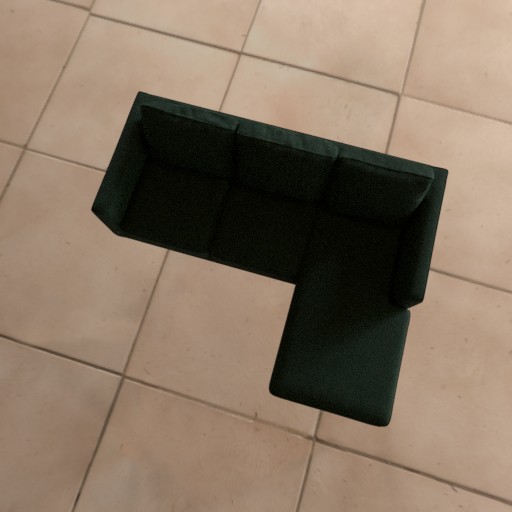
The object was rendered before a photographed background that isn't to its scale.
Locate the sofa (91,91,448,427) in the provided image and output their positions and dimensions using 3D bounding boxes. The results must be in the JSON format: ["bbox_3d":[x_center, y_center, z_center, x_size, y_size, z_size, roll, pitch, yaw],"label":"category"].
[{"bbox_3d":[0.000,0.000,2.812,2.030,0.899,1.580,15,76,4],"label":"sofa"}]
